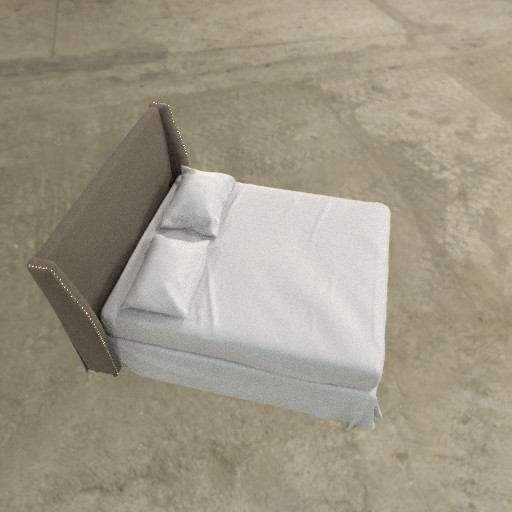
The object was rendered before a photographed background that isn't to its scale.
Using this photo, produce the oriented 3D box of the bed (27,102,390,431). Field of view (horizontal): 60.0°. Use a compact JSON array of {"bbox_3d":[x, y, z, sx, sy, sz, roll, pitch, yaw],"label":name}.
[{"bbox_3d":[0.000,0.000,3.440,2.276,1.332,1.925,10,49,9],"label":"bed"}]
